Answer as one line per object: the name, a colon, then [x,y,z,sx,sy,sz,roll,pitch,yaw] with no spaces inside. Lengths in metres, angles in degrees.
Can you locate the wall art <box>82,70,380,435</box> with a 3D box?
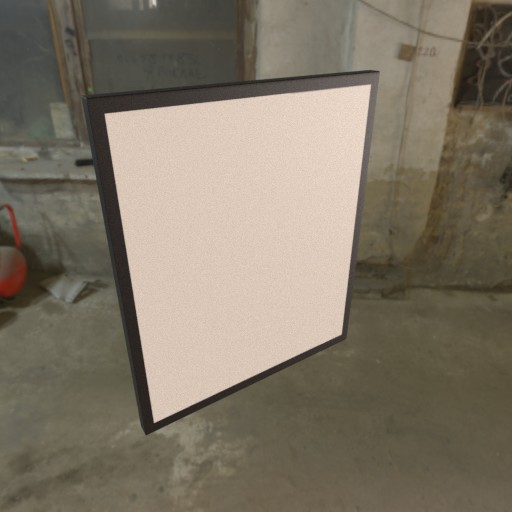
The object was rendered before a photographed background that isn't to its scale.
wall art: [0.000,0.000,0.688,0.430,0.509,0.021,-18,33,-29]
